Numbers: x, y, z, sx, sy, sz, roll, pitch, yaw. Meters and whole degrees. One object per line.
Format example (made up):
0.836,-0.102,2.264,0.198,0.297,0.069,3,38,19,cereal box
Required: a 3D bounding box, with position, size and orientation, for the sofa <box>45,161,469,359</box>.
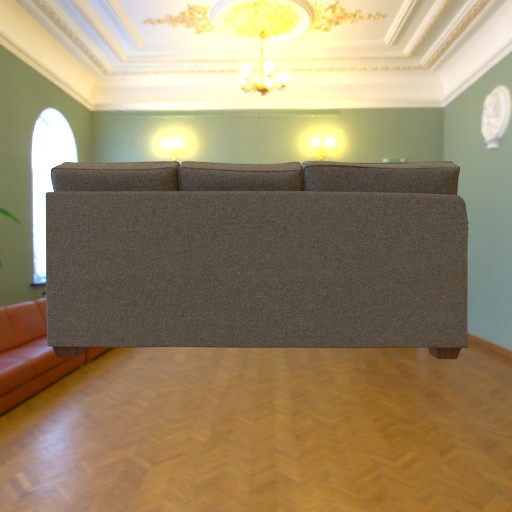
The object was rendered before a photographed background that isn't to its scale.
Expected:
0.000,0.000,2.523,1.963,0.946,1.034,0,1,0,sofa
